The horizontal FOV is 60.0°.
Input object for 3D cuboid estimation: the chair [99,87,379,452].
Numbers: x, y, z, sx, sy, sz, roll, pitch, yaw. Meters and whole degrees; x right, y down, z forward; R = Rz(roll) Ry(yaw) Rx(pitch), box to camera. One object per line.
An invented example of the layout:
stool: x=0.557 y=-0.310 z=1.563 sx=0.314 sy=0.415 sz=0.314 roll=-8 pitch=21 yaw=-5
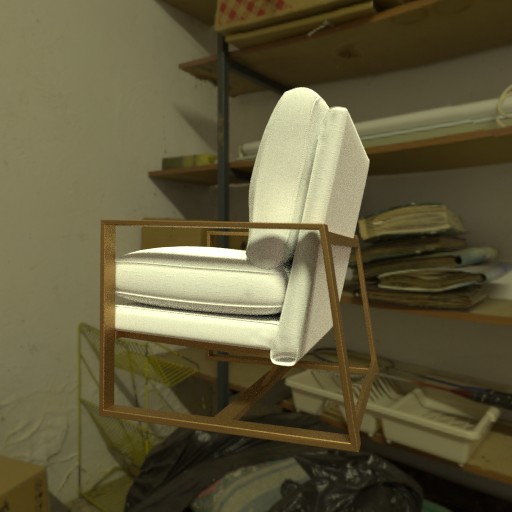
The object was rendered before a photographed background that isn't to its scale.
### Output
chair: x=0.000 y=0.000 z=1.602 sx=0.813 sy=0.966 sz=0.805 roll=0 pitch=0 yaw=19
